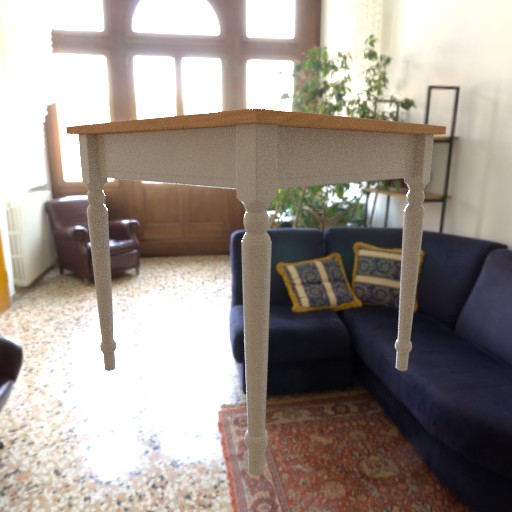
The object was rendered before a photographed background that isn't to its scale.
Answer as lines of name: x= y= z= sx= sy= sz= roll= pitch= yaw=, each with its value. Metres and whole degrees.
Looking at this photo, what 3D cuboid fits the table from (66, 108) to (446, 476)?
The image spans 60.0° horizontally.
table: x=0.000 y=0.000 z=1.312 sx=0.747 sy=0.738 sz=0.747 roll=13 pitch=18 yaw=43
